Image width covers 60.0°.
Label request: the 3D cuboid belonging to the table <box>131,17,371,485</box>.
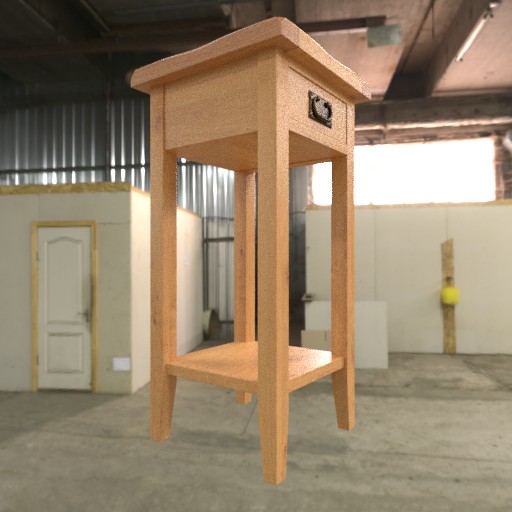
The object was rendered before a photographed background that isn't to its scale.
[{"bbox_3d":[0.000,0.000,0.927,0.360,0.740,0.360,0,0,36],"label":"table"}]
